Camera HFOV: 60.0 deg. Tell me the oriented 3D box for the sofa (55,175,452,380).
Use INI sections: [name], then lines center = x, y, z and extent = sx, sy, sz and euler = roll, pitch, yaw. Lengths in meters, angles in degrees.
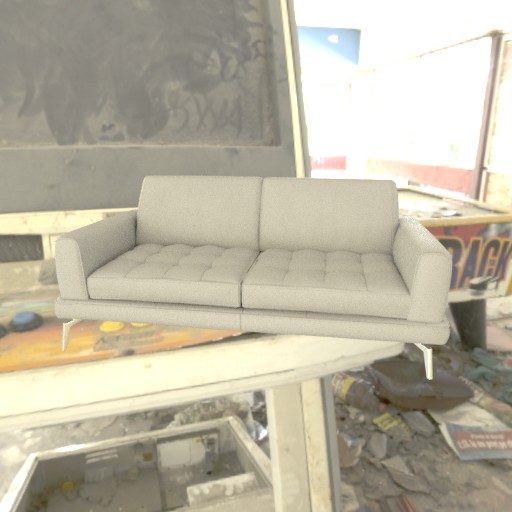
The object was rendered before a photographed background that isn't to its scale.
[sofa]
center = 0.000, 0.000, 2.802
extent = 2.177, 0.930, 1.121
euler = 3, 16, 9
